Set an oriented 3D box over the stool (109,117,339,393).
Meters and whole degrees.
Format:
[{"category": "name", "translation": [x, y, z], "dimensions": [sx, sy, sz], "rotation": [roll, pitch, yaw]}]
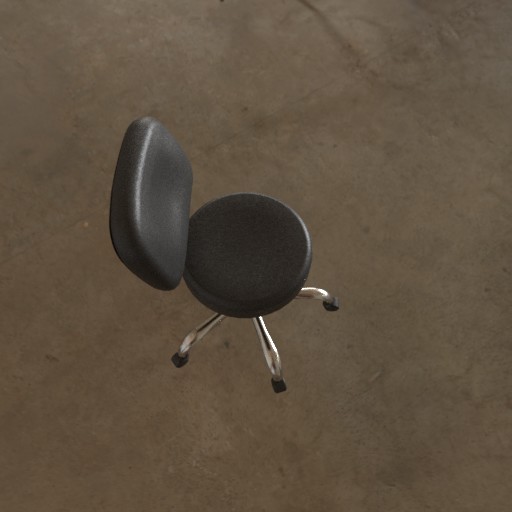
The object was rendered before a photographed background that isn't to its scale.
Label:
[{"category": "stool", "translation": [0.000, 0.000, 1.367], "dimensions": [0.648, 0.862, 0.673], "rotation": [0, 62, 0]}]
